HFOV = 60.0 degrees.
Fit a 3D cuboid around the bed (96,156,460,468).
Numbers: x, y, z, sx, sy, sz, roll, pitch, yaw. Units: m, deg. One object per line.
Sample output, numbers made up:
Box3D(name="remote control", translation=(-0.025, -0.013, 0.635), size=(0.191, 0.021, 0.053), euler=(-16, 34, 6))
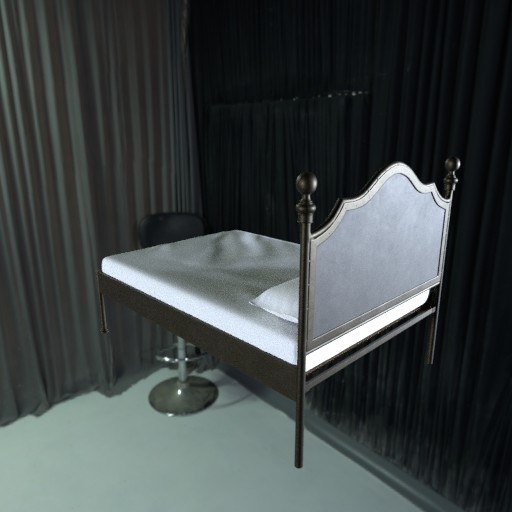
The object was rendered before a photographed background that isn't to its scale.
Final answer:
Box3D(name="bed", translation=(0.000, 0.000, 3.226), size=(1.533, 1.462, 2.170), euler=(-15, 22, -42))
